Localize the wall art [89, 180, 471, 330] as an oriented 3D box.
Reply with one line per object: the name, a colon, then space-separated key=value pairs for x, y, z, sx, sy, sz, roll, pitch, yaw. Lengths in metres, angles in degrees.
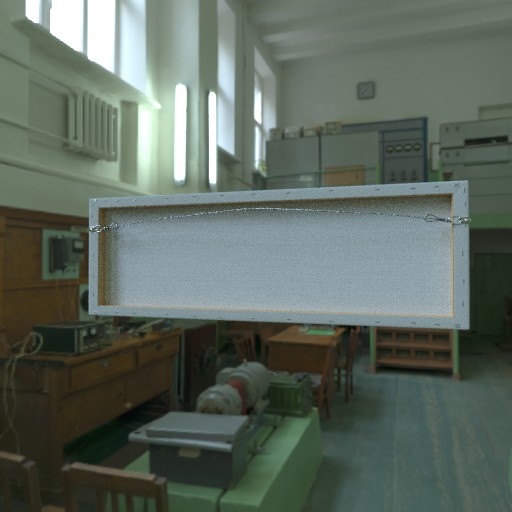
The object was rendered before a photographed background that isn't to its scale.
wall art: x=0.000 y=0.000 z=0.859 sx=0.759 sy=0.254 sz=0.044 roll=0 pitch=-1 yaw=17
